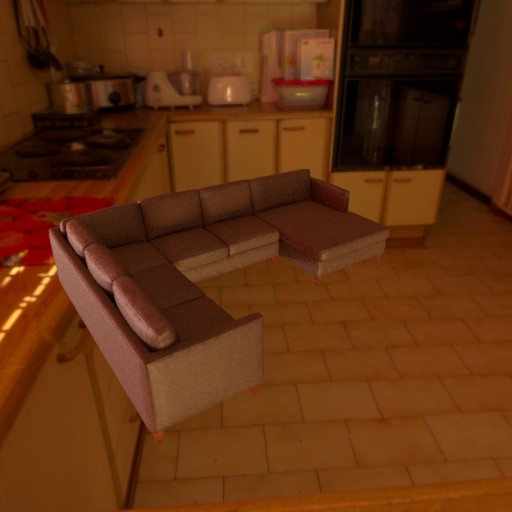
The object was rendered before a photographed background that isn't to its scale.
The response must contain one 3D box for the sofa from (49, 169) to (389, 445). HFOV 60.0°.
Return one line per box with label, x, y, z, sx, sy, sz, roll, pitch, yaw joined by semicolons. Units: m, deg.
sofa;0.000;0.000;4.602;3.460;0.923;2.593;-17;32;-31
